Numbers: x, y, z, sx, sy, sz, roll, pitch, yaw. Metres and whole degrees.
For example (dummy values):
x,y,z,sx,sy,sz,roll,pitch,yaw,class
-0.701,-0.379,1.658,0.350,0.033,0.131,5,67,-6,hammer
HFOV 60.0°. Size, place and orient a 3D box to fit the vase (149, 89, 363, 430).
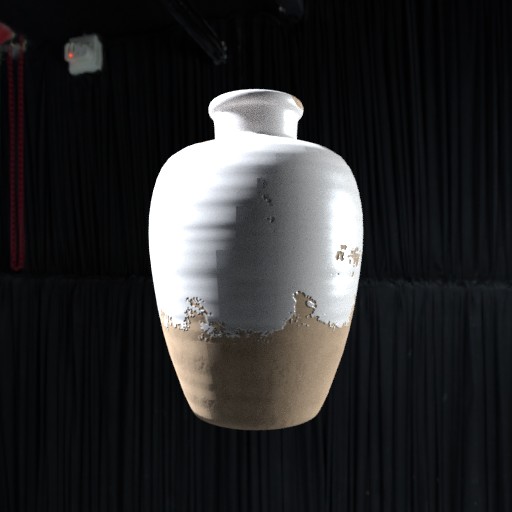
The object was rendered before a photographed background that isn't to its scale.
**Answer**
x,y,z,sx,sy,sz,roll,pitch,yaw,class
0.000,0.000,0.337,0.158,0.228,0.158,0,0,0,vase
